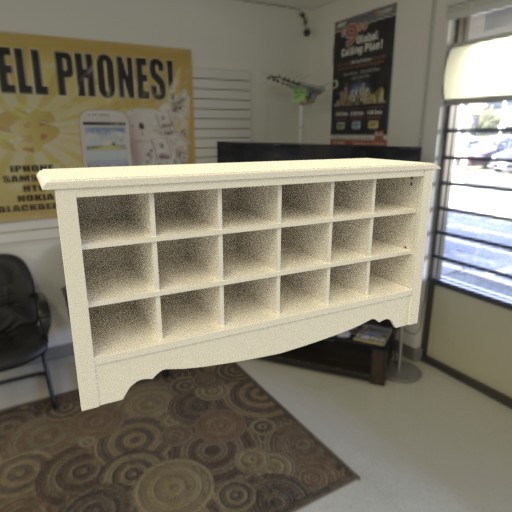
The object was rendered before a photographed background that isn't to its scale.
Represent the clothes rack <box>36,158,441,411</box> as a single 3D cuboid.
[{"bbox_3d":[0.000,0.000,1.332,1.120,0.531,0.324,-8,18,-26],"label":"clothes rack"}]
